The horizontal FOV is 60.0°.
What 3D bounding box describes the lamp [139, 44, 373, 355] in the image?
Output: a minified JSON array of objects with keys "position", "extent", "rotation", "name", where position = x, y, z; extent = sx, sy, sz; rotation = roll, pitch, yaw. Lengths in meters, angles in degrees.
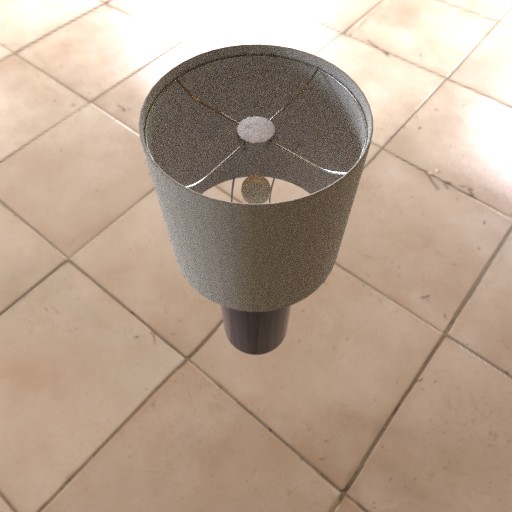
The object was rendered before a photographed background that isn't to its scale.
[{"position":[0.000,0.000,0.612],"extent":[0.212,0.493,0.212],"rotation":[34,64,19],"name":"lamp"}]
